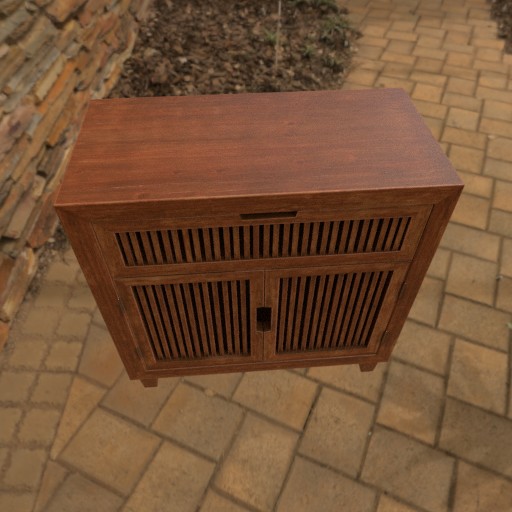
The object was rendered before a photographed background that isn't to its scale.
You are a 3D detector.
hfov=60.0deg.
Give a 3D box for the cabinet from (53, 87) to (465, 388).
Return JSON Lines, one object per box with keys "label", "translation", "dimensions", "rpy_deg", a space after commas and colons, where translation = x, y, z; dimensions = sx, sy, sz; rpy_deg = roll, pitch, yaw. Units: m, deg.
{"label": "cabinet", "translation": [0.000, 0.000, 1.276], "dimensions": [0.796, 0.785, 0.412], "rpy_deg": [-3, 47, -3]}
